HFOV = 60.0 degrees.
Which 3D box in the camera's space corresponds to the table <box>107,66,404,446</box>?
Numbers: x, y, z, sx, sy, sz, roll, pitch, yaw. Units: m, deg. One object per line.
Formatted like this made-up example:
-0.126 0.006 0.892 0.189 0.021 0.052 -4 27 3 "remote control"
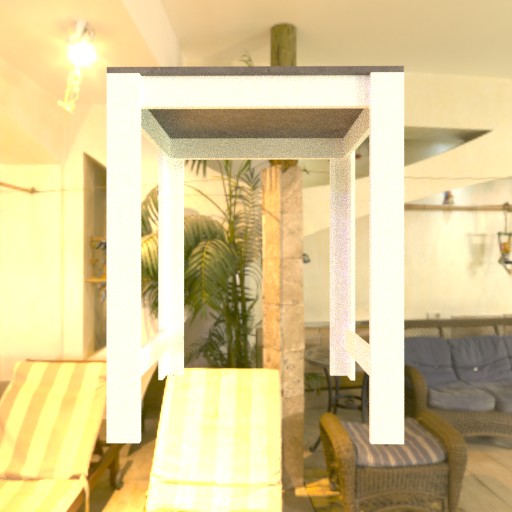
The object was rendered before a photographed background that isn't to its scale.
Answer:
0.000 0.000 1.542 0.800 1.020 0.700 0 0 0 "table"
